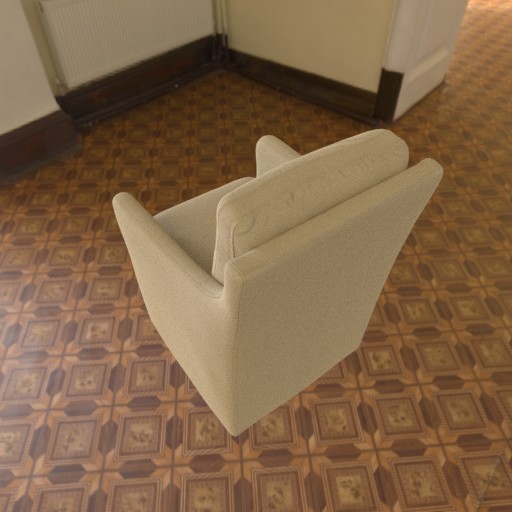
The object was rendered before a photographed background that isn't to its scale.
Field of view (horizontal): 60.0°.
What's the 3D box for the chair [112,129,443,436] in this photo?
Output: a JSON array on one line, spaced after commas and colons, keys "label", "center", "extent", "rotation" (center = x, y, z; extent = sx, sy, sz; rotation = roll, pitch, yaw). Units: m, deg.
[{"label": "chair", "center": [0.000, 0.000, 1.374], "extent": [0.626, 0.914, 0.694], "rotation": [-28, 52, -25]}]
